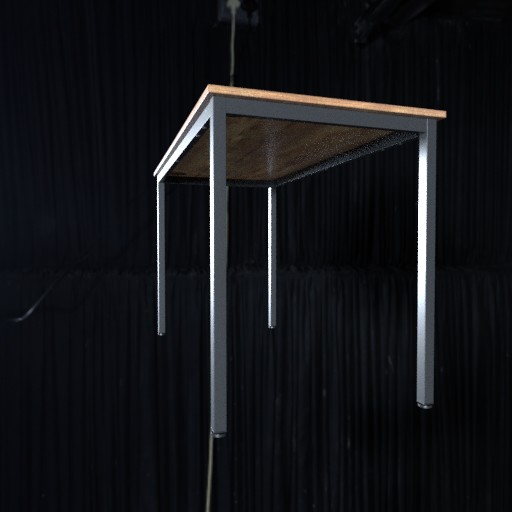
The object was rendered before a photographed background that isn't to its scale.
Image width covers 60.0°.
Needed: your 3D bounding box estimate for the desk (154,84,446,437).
[{"bbox_3d":[0.000,0.000,1.586,0.600,0.749,1.200,-1,2,-18],"label":"desk"}]
